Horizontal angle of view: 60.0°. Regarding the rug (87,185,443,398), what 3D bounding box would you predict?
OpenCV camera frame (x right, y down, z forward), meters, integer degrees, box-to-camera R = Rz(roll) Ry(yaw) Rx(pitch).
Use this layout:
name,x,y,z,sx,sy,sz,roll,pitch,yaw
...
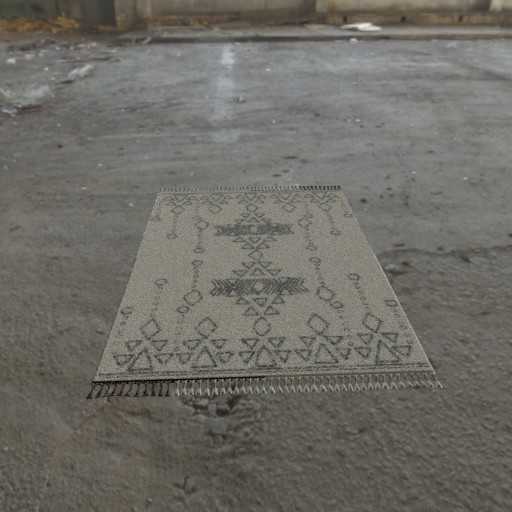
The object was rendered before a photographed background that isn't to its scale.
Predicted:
name,x,y,z,sx,sy,sz,roll,pitch,yaw
rug,0.000,0.000,2.964,1.600,0.013,2.312,-1,32,-2
